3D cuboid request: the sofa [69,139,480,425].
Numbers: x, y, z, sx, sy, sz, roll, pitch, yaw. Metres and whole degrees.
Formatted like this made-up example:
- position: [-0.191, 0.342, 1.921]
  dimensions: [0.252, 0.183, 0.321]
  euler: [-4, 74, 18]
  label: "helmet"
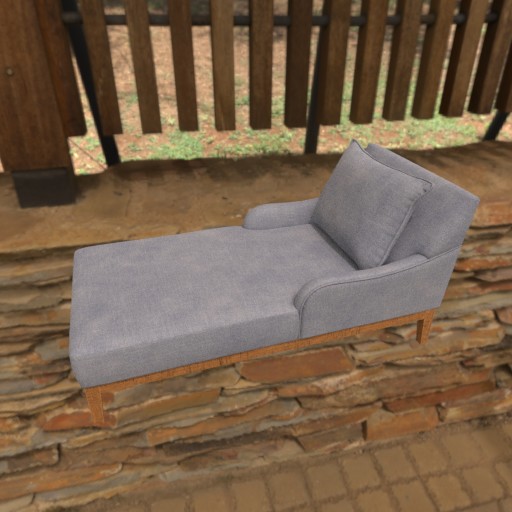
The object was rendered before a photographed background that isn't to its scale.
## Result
- position: [0.000, 0.000, 2.239]
  dimensions: [1.779, 0.883, 0.904]
  euler: [-9, 32, -15]
  label: "sofa"
